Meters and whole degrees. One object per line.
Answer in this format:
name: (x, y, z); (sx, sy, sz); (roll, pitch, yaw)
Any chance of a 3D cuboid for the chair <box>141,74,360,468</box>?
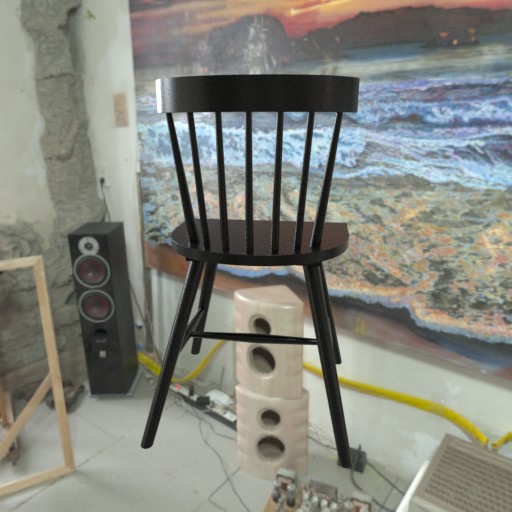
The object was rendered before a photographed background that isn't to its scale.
chair: (0.000, 0.000, 1.141); (0.506, 0.844, 0.483); (2, 17, 7)
